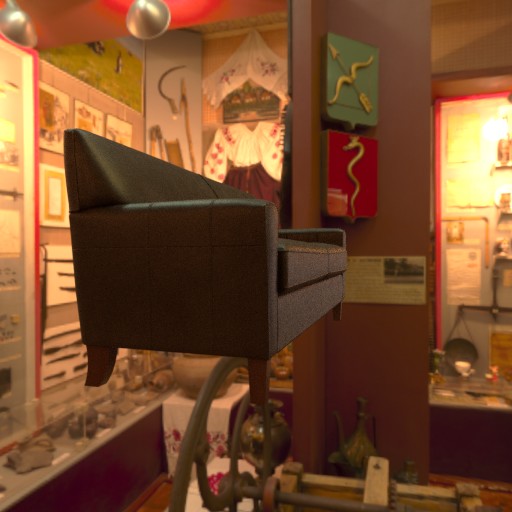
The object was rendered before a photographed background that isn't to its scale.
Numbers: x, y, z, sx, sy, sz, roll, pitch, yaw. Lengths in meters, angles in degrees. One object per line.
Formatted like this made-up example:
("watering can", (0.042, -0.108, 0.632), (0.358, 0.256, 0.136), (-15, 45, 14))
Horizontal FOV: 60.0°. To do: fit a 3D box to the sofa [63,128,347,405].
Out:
("sofa", (0.000, 0.000, 2.435), (0.805, 0.947, 2.053), (0, 0, 18))
